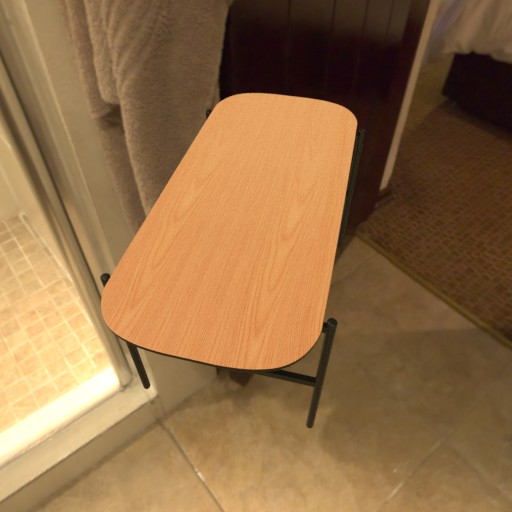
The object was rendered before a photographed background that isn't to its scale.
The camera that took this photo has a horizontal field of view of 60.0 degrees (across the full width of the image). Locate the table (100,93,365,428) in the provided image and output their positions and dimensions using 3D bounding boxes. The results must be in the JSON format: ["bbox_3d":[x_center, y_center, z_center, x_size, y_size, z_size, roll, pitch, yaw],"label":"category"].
[{"bbox_3d":[0.000,0.000,1.049,0.400,0.400,0.800,10,48,9],"label":"table"}]
